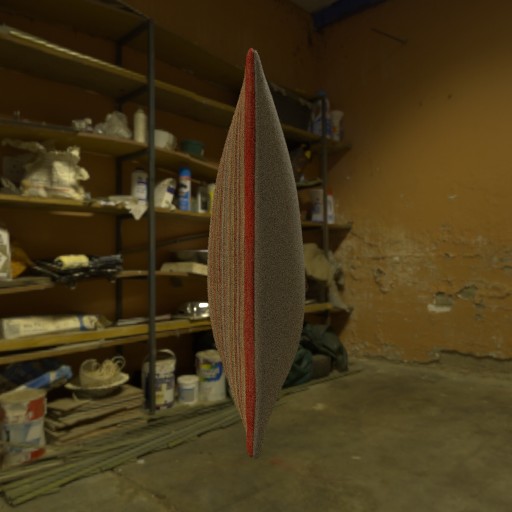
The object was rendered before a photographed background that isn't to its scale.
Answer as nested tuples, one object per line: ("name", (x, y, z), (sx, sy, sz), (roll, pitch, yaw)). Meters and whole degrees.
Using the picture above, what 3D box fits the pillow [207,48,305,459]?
("pillow", (0.000, 0.000, 0.658), (0.136, 0.419, 0.437), (0, -1, 1))
